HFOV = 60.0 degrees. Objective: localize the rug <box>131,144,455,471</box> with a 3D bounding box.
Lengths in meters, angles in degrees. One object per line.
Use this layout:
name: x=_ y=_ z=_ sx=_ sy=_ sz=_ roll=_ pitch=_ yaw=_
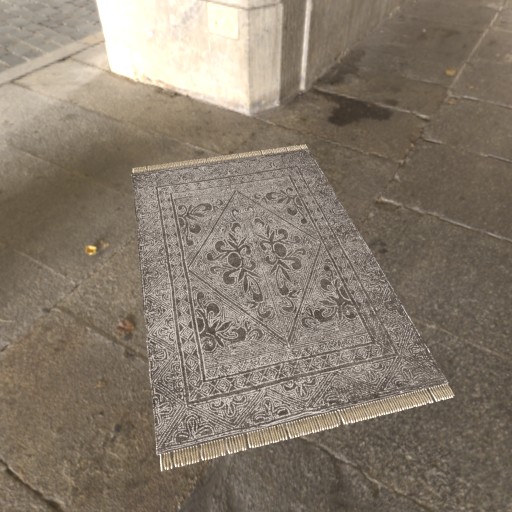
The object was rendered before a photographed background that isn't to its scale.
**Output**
rug: x=0.000 y=0.000 z=2.969 sx=1.529 sy=0.010 sz=2.440 roll=-10 pitch=47 yaw=-10
